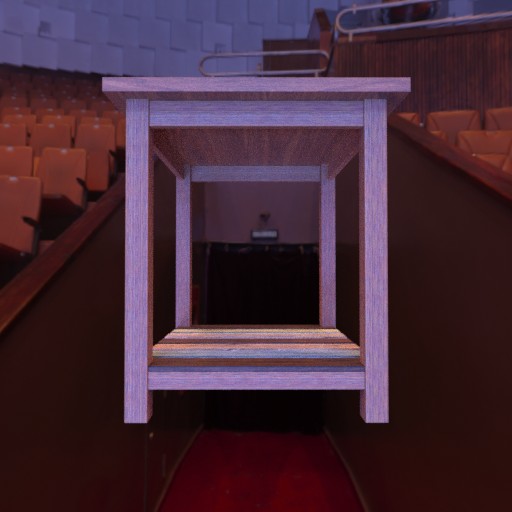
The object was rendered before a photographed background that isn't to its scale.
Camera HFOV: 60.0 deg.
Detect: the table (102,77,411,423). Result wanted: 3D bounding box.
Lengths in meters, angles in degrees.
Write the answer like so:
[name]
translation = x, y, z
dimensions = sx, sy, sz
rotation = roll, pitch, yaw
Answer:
[table]
translation = 0.000, 0.000, 1.127
dimensions = 0.559, 0.635, 0.660
rotation = 0, -1, 0
